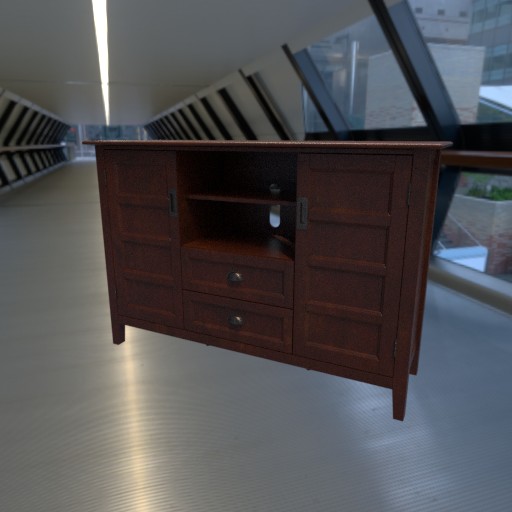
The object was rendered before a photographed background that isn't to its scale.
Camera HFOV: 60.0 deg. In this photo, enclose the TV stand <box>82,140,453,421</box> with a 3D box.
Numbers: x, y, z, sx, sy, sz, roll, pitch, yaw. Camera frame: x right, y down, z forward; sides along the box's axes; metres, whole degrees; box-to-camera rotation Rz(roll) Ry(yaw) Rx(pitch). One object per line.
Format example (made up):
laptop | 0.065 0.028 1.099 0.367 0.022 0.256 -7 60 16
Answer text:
TV stand | 0.000 0.000 1.826 1.372 0.915 0.445 7 17 26
